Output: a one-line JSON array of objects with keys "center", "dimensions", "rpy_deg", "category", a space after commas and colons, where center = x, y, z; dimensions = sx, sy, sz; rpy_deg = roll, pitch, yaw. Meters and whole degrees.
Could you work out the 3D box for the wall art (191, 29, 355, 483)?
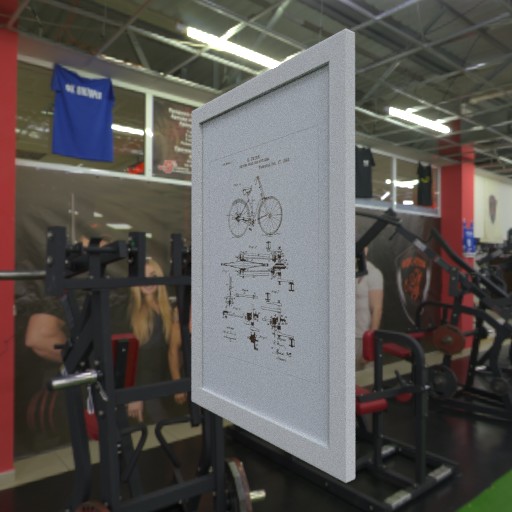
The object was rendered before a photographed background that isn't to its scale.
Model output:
[{"center": [0.000, 0.000, 0.601], "dimensions": [0.015, 0.477, 0.332], "rpy_deg": [0, 0, -37], "category": "wall art"}]
